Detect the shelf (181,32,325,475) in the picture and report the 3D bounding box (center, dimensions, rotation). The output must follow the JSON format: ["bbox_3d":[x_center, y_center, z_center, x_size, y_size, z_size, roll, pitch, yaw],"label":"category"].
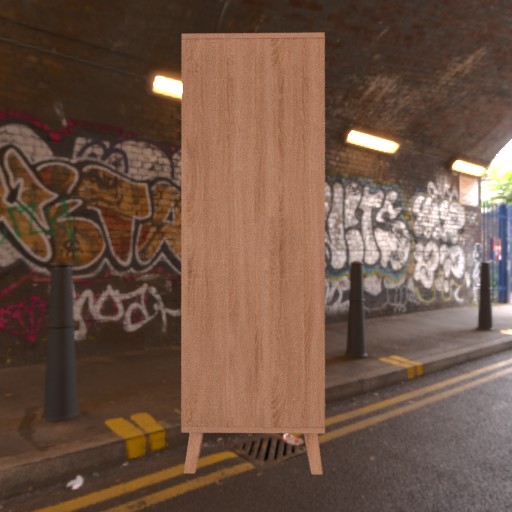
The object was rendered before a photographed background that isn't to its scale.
[{"bbox_3d":[0.000,0.000,1.882,0.450,1.390,1.000,0,0,1],"label":"shelf"}]
